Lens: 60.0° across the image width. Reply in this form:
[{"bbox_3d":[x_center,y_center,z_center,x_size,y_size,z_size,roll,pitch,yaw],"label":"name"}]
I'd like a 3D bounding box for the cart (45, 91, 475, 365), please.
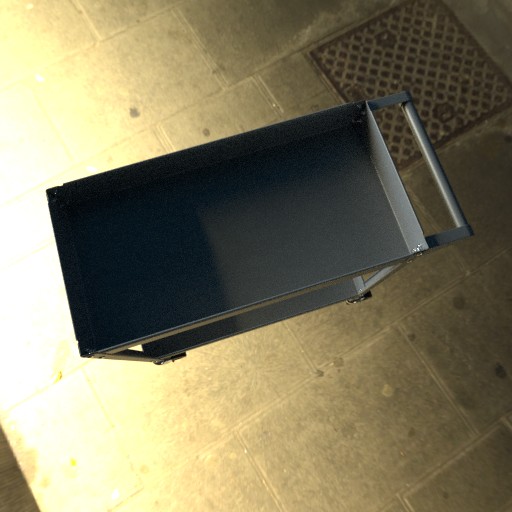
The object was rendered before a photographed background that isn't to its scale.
[{"bbox_3d":[0.000,0.000,1.196,0.779,0.719,0.366,-17,76,-4],"label":"cart"}]
